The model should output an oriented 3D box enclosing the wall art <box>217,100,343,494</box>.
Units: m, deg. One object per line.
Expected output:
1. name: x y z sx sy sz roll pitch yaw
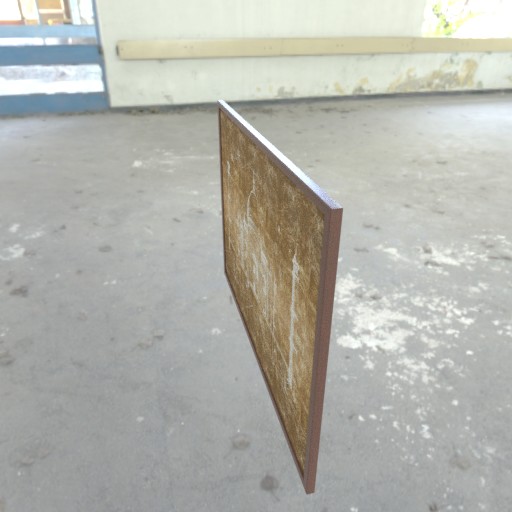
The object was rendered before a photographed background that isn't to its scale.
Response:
1. wall art: 0.000 0.000 0.830 0.014 0.455 0.660 -7 29 -12
